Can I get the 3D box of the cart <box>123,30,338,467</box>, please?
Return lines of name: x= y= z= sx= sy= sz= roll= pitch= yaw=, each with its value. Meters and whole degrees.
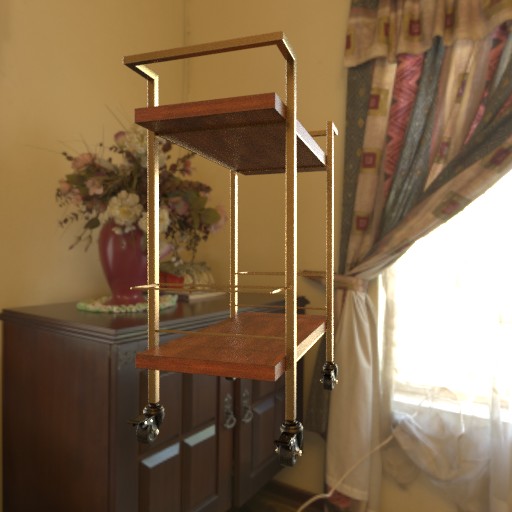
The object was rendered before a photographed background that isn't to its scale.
cart: x=0.000 y=0.000 z=1.164 sx=0.364 sy=0.807 sz=0.695 roll=0 pitch=1 yaw=18
